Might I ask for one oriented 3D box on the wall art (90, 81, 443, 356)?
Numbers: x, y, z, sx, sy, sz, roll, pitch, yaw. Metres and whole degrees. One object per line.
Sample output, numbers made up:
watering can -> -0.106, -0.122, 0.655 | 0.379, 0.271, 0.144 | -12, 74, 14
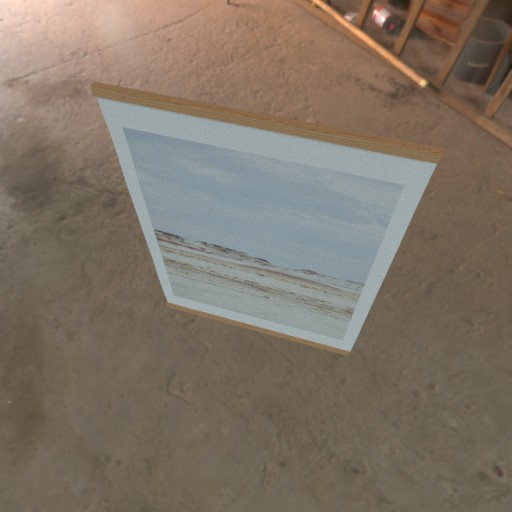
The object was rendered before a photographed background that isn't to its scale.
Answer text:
wall art -> 0.000, 0.000, 1.320 | 0.739, 1.016, 0.020 | 14, 57, 9
